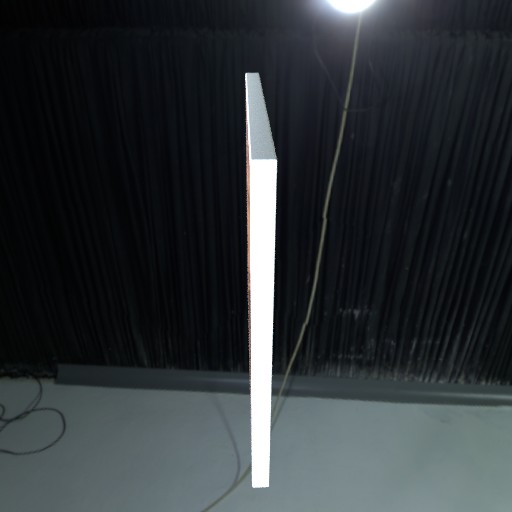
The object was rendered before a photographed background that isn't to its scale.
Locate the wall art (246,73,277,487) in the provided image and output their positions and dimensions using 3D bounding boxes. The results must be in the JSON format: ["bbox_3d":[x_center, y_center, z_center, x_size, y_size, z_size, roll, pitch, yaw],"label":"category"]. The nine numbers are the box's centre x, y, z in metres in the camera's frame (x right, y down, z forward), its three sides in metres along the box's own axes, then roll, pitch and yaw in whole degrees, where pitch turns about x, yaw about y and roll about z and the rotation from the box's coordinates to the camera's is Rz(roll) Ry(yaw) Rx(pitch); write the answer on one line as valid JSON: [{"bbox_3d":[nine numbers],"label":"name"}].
[{"bbox_3d":[0.000,0.000,1.499,0.049,1.009,1.009,-1,31,-1],"label":"wall art"}]
